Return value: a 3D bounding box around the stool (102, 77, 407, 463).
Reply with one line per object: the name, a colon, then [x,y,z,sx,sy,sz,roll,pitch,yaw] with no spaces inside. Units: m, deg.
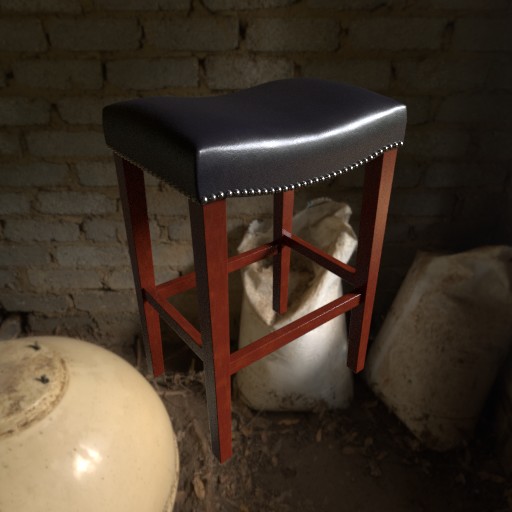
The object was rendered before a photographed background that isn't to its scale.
stool: [0.000,0.000,1.051,0.504,0.742,0.372,-21,37,-32]
